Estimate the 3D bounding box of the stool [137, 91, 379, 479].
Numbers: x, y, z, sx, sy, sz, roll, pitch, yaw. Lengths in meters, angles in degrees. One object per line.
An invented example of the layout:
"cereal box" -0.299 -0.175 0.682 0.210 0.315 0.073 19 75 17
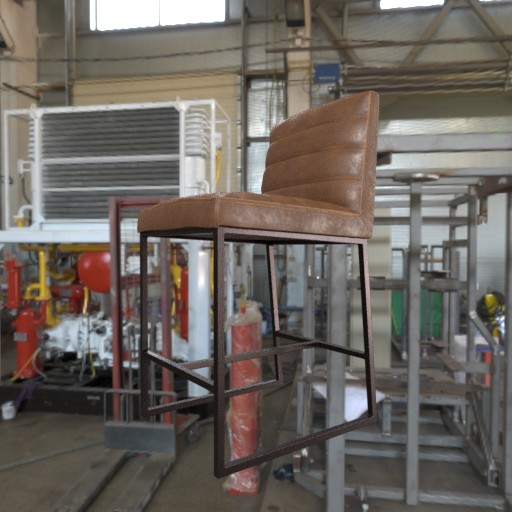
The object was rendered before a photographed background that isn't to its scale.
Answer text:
"stool" 0.000 0.000 1.269 0.562 0.942 0.463 -1 1 -36
